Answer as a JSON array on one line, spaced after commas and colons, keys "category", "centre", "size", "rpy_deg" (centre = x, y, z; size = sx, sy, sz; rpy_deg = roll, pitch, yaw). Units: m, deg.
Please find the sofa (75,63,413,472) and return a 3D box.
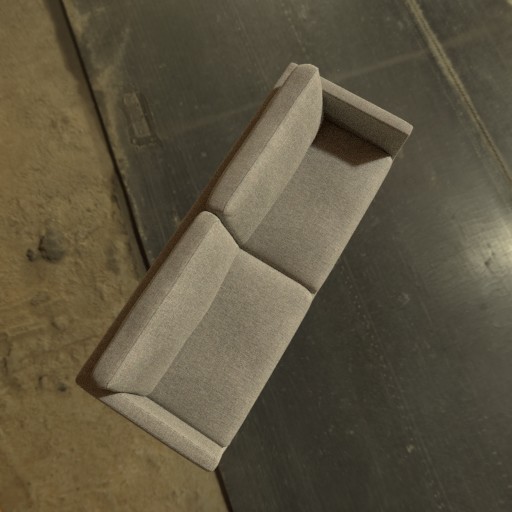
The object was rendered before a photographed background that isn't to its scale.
[{"category": "sofa", "centre": [0.000, 0.000, 2.907], "size": [0.948, 0.951, 2.434], "rpy_deg": [31, 78, 7]}]
